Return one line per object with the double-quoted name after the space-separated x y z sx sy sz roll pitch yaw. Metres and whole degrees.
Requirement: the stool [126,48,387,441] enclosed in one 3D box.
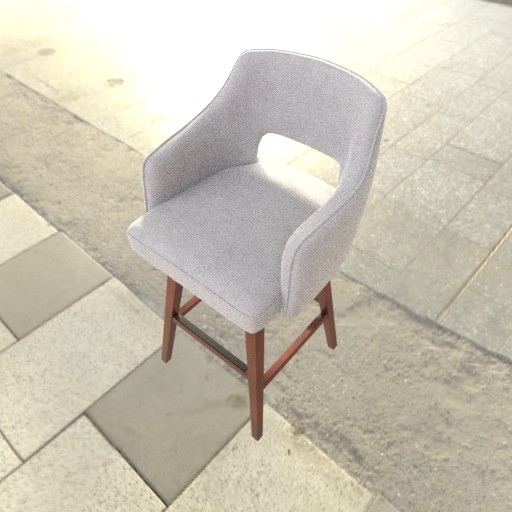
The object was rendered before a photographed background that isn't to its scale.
0.000 0.000 1.337 0.548 1.012 0.558 31 54 26 "stool"
